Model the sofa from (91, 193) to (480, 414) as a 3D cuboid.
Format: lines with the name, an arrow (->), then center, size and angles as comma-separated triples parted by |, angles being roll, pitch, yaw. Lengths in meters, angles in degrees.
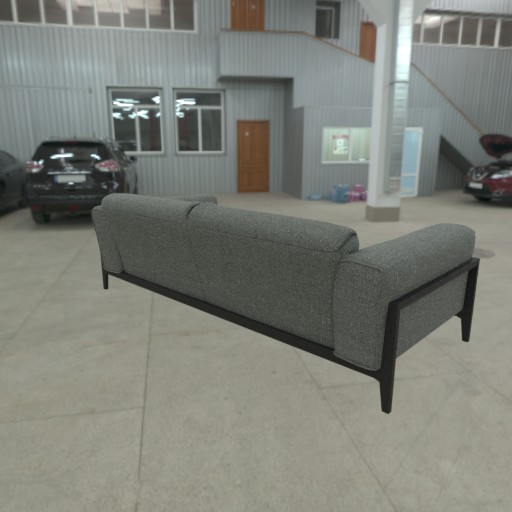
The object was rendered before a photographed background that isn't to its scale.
sofa -> 0.000, 0.000, 2.553 | 2.125, 0.703, 0.985 | 13, 19, 42
